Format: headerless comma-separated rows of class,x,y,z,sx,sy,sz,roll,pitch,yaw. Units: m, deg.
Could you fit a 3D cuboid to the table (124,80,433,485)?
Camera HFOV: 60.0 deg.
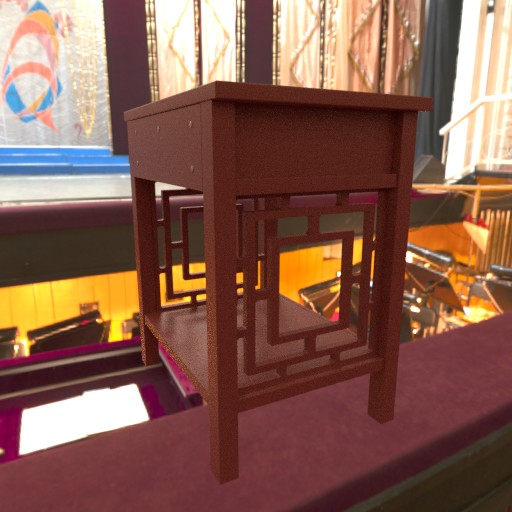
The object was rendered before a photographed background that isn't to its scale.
table,0.000,0.000,1.065,0.451,0.686,0.599,-7,15,-27
